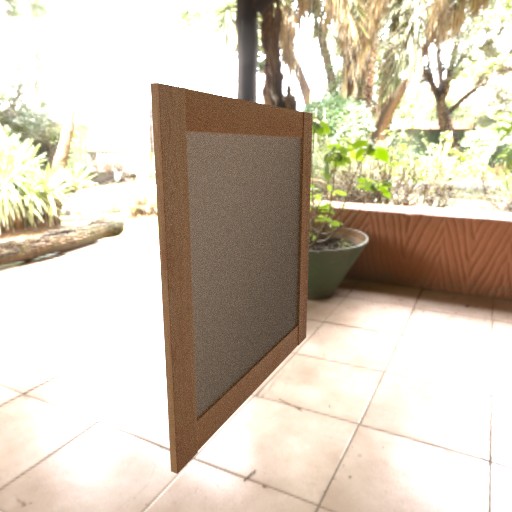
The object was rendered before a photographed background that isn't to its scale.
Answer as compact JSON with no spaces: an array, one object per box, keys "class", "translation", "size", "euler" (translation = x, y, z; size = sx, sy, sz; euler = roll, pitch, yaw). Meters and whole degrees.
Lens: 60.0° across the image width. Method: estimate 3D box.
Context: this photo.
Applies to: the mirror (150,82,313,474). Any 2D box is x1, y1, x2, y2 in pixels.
[{"class":"mirror","translation":[0.000,0.000,1.220],"size":[0.020,0.800,0.800],"euler":[7,15,26]}]
